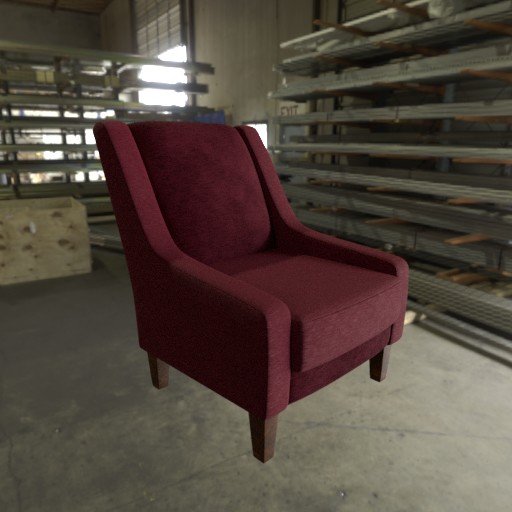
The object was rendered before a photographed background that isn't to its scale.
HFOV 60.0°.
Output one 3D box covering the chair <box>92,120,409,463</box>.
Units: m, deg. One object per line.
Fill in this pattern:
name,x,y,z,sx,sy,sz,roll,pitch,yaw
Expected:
chair,0.000,0.000,1.712,0.793,1.017,0.985,-14,20,-43
